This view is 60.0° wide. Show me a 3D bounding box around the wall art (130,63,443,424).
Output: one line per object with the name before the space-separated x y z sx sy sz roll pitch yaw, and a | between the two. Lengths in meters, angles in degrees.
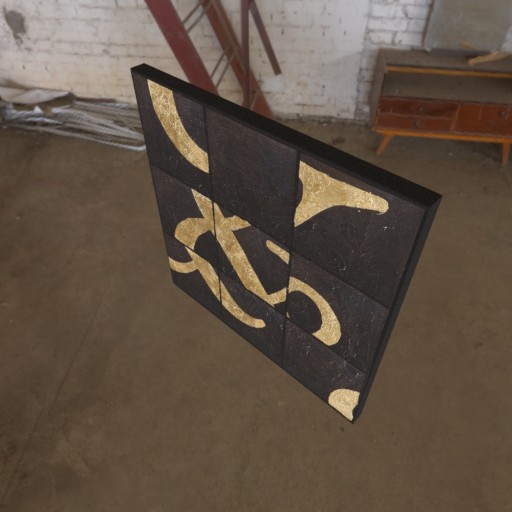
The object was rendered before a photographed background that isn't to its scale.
wall art | 0.000 0.000 1.132 0.758 0.758 0.044 33 54 28
